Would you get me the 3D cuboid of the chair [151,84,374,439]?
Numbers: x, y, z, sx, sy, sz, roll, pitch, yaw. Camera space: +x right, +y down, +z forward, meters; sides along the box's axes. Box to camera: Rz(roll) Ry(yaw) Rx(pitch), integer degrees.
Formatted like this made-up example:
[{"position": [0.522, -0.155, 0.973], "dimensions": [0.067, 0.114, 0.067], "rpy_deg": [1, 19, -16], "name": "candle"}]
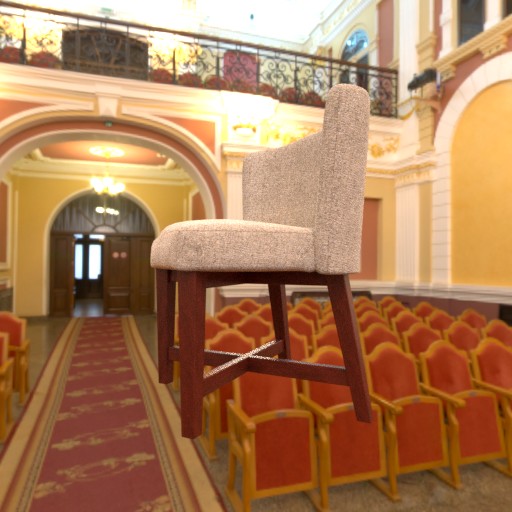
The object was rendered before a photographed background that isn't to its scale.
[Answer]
[{"position": [0.000, 0.000, 1.294], "dimensions": [0.575, 0.827, 0.728], "rpy_deg": [0, -1, -18], "name": "chair"}]
